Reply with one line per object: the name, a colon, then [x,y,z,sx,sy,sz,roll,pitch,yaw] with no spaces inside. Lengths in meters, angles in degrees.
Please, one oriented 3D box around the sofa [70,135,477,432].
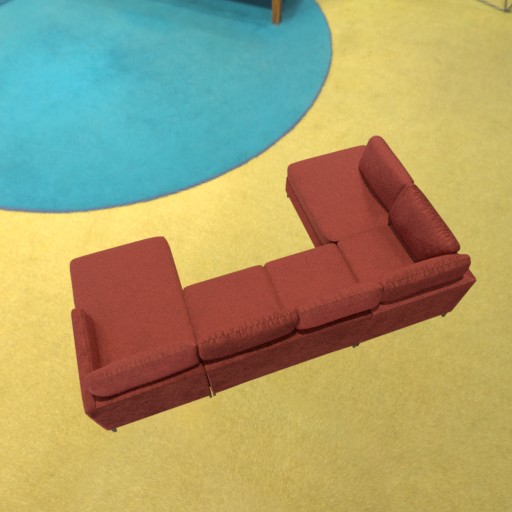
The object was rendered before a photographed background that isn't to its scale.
sofa: [0.000,0.000,4.280,3.434,0.992,2.055,-16,58,-11]
